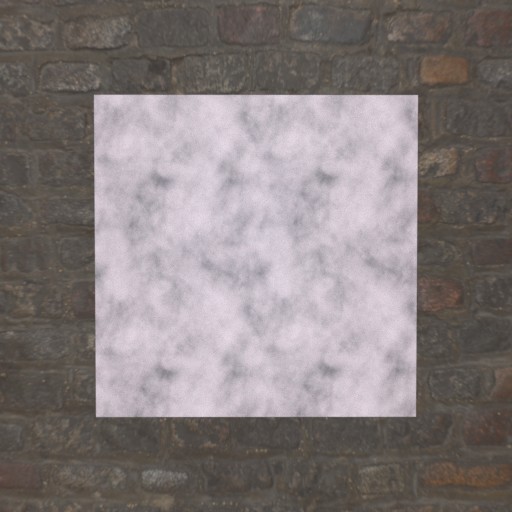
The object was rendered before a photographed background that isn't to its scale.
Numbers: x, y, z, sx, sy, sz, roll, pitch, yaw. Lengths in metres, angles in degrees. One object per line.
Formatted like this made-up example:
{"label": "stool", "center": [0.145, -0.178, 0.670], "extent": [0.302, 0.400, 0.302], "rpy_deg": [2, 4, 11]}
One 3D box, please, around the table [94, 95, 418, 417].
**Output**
{"label": "table", "center": [0.000, 0.000, 1.376], "extent": [0.890, 0.305, 0.890], "rpy_deg": [0, 91, 0]}
